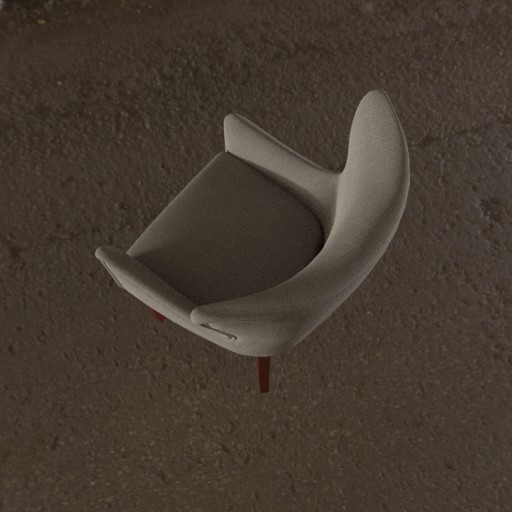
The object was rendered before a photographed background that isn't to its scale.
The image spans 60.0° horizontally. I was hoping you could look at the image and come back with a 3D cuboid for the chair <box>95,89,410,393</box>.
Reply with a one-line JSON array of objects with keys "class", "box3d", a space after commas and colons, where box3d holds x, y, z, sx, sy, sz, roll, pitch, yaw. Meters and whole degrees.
[{"class": "chair", "box3d": [0.000, 0.000, 1.404, 0.677, 0.948, 0.732, 32, 68, 15]}]
